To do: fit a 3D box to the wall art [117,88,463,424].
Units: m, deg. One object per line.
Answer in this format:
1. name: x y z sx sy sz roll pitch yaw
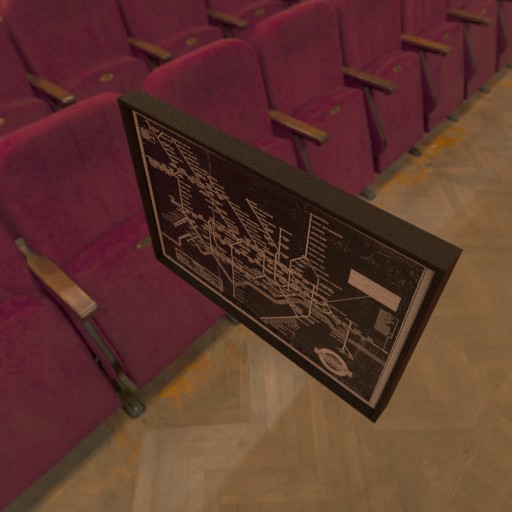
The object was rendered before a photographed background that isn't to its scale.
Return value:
1. wall art: 0.000 0.000 0.877 0.671 0.456 0.051 33 55 27
